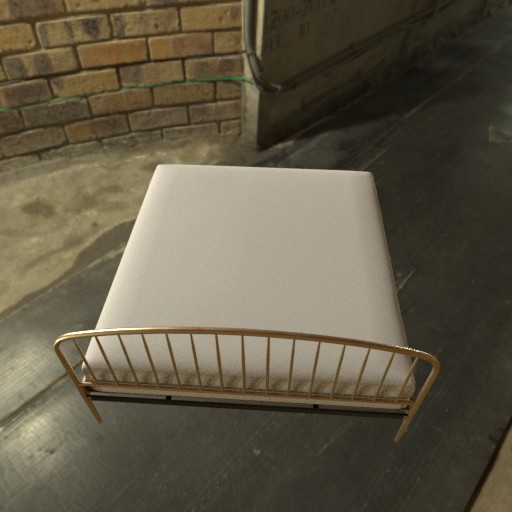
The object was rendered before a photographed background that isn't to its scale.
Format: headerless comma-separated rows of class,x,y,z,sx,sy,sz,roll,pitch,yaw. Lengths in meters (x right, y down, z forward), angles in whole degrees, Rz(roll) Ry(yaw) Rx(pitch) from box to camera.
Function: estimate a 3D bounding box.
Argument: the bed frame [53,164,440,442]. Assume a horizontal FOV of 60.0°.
bed frame,0.000,0.000,3.271,2.016,1.174,2.152,3,46,2
